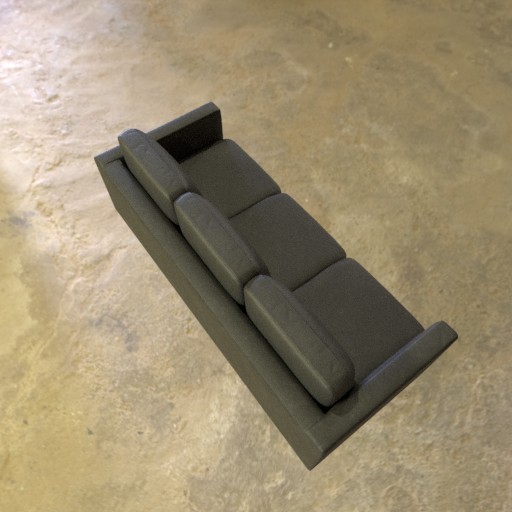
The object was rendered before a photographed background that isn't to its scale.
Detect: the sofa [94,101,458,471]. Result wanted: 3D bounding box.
[{"bbox_3d":[0.000,0.000,2.502,0.879,0.899,2.029,-32,63,-19],"label":"sofa"}]
